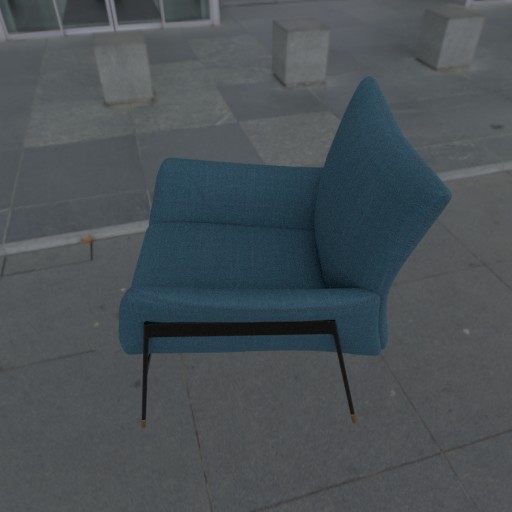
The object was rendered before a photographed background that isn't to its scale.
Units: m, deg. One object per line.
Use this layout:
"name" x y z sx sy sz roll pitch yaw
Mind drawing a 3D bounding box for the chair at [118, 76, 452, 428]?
"chair" 0.000 0.000 1.360 0.769 0.859 0.678 -1 40 -1
